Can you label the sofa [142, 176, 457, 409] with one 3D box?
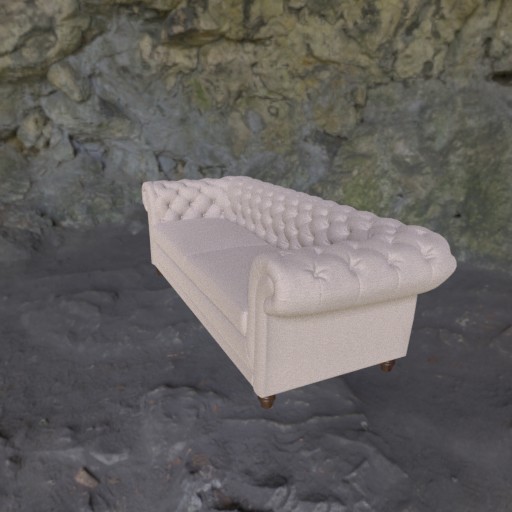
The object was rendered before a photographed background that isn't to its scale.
[{"bbox_3d":[0.000,0.000,3.169,1.076,0.847,2.694,-8,19,-24],"label":"sofa"}]
